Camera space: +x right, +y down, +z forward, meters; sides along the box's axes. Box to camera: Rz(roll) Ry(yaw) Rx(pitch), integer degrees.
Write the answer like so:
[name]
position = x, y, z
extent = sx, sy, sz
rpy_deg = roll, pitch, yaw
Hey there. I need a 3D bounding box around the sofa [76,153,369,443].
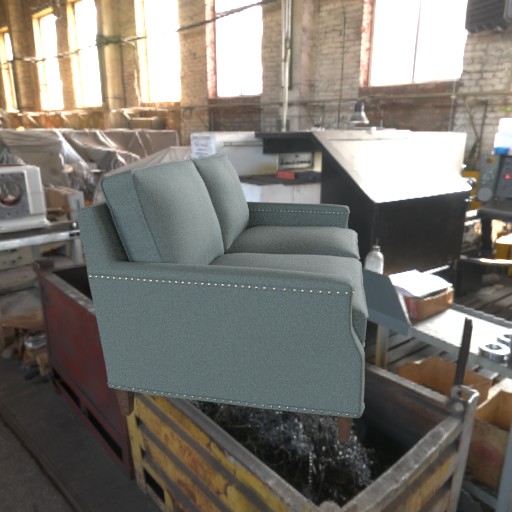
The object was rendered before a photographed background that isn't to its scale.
[sofa]
position = 0.000, 0.000, 2.317
extent = 1.084, 1.003, 1.597
rpy_deg = 3, 16, 10
